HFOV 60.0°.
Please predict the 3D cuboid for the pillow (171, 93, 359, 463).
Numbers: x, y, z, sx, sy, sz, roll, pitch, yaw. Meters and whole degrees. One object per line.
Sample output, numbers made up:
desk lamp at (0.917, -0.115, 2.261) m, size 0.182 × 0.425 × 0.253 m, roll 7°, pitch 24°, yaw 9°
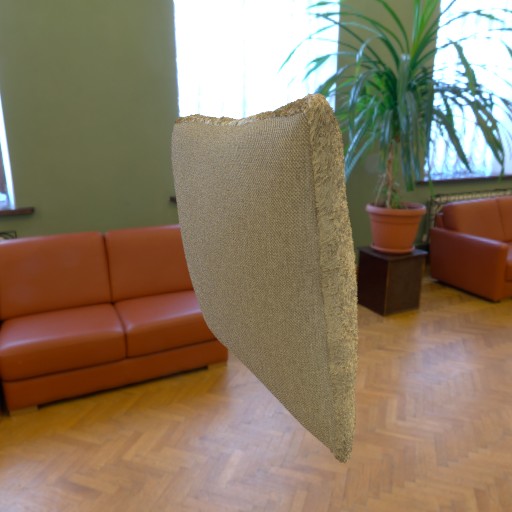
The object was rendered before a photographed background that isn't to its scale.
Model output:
pillow at (0.000, 0.000, 0.797) m, size 0.218 × 0.515 × 0.529 m, roll -8°, pitch 17°, yaw -26°
